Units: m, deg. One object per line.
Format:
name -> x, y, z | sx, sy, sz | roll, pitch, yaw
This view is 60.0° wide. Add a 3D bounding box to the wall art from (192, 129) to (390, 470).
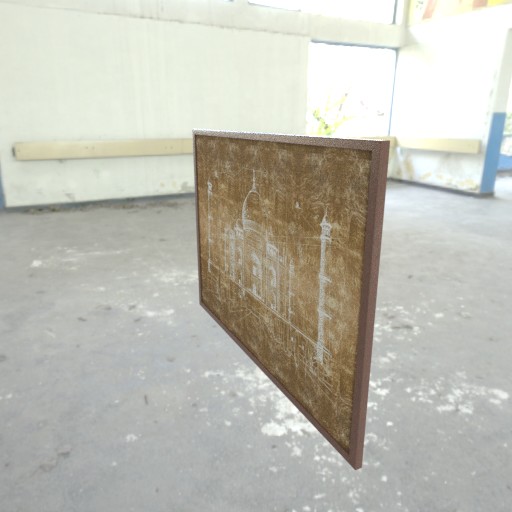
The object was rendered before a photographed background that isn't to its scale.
wall art -> 0.000, 0.000, 0.849 | 0.014, 0.455, 0.660 | -8, 19, -25
